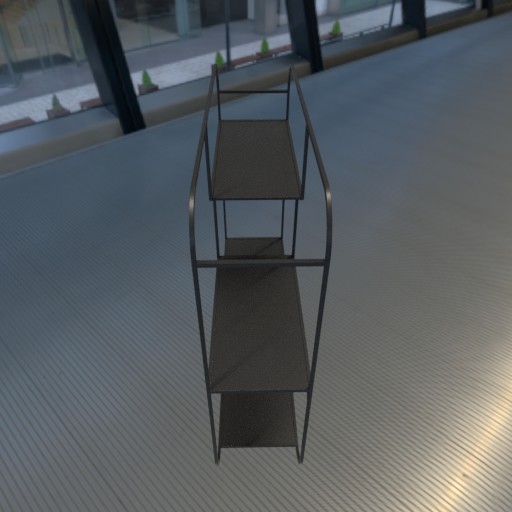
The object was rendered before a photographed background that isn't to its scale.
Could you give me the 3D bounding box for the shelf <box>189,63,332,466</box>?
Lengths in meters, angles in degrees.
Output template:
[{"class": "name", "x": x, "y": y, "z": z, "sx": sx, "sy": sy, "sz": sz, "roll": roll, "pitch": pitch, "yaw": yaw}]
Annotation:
[{"class": "shelf", "x": 0.000, "y": 0.000, "z": 0.888, "sx": 0.160, "sy": 0.600, "sz": 0.600, "roll": -1, "pitch": 39, "yaw": -1}]
